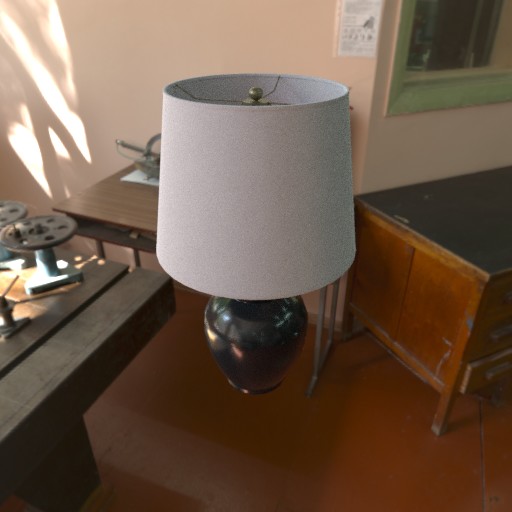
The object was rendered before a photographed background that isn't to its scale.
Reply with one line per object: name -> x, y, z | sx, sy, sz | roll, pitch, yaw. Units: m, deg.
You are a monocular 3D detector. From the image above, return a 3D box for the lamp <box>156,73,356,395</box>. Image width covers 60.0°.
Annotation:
lamp -> 0.000, 0.000, 0.553 | 0.239, 0.399, 0.239 | 0, 30, 0
